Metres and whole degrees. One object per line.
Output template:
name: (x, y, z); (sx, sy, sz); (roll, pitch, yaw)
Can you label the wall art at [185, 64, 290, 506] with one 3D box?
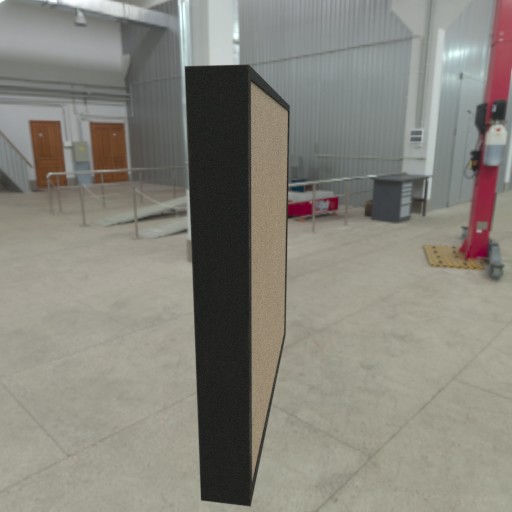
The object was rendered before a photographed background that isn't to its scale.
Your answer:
wall art: (0.000, 0.000, 0.439); (0.038, 0.305, 0.305); (2, 15, 8)
